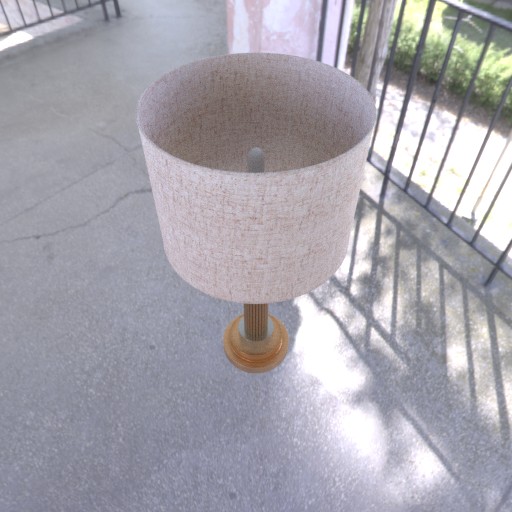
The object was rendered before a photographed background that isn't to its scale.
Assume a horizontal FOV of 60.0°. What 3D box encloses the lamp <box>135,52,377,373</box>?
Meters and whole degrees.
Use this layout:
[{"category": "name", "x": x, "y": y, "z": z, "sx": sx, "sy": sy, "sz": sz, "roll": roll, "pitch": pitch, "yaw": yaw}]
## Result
[{"category": "lamp", "x": 0.000, "y": 0.000, "z": 0.822, "sx": 0.321, "sy": 0.610, "sz": 0.321, "roll": -23, "pitch": 51, "yaw": -20}]
